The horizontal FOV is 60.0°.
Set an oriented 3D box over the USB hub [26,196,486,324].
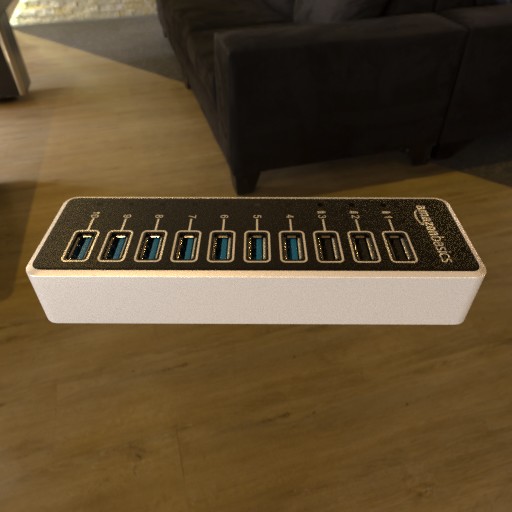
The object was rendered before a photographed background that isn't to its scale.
[{"bbox_3d":[0.000,0.000,0.160,0.145,0.023,0.044,0,41,0],"label":"USB hub"}]
